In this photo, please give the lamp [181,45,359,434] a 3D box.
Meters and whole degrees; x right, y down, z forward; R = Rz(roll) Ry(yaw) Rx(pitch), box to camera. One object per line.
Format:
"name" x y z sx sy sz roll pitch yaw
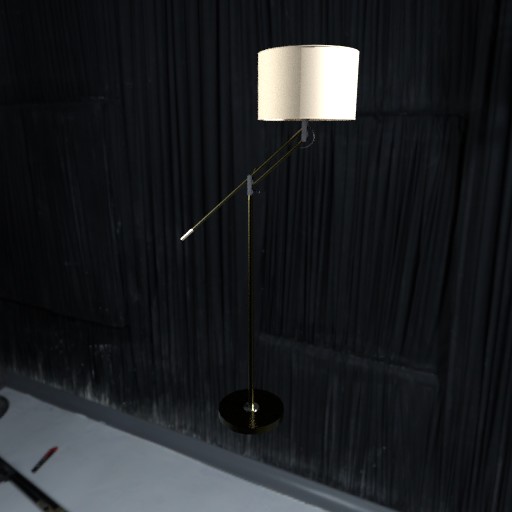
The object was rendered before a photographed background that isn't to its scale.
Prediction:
"lamp" 0.000 0.000 1.972 0.809 1.635 0.373 8 18 26
